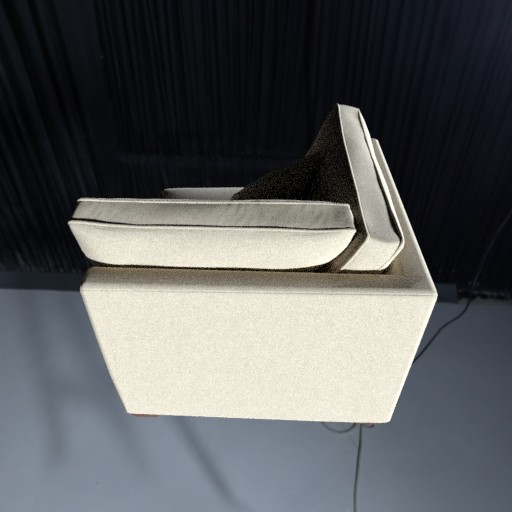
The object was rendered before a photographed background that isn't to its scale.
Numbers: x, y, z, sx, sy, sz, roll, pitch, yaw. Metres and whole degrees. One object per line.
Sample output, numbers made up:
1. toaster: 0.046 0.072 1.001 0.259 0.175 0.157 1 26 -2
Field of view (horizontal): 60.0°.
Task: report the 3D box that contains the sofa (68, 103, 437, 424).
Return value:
1. sofa: 0.000 0.000 1.959 1.146 1.002 1.084 1 41 1
